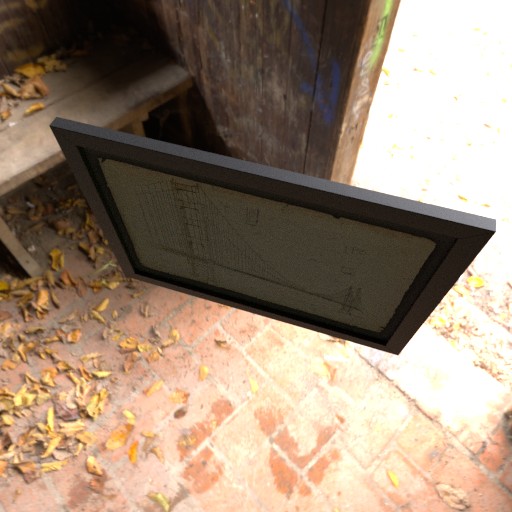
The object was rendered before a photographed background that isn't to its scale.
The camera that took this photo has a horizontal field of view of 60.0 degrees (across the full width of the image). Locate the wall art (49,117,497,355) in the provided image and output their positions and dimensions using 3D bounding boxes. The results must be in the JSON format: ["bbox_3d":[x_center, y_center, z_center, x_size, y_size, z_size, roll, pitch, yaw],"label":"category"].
[{"bbox_3d":[0.000,0.000,0.544,0.432,0.306,0.016,15,59,9],"label":"wall art"}]
